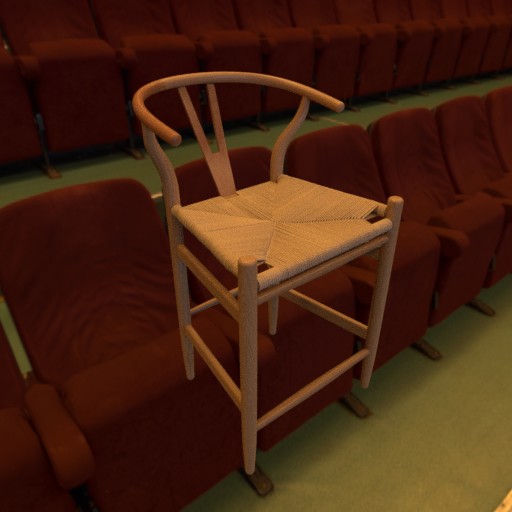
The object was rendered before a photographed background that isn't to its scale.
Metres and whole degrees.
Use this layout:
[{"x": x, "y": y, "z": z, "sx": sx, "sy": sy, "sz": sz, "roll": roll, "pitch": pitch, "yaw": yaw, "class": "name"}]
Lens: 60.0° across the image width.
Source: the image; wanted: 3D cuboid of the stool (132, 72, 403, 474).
[{"x": 0.000, "y": 0.000, "z": 1.275, "sx": 0.536, "sy": 0.923, "sz": 0.575, "roll": -22, "pitch": 37, "yaw": -33, "class": "stool"}]
